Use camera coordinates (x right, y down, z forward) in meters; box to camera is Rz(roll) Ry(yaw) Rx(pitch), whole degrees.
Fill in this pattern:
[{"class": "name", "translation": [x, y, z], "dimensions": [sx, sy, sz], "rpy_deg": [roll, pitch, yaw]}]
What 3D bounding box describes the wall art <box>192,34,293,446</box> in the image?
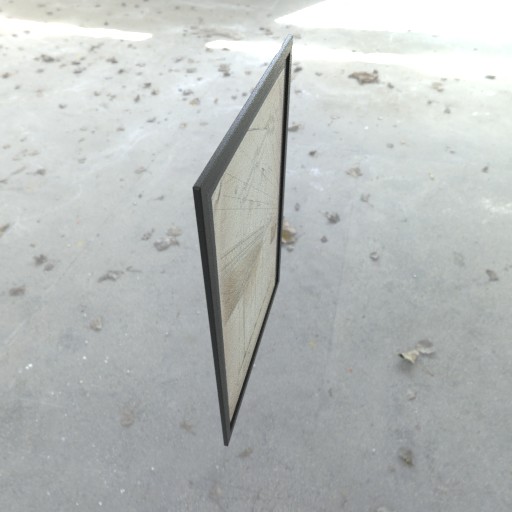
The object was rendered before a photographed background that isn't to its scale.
[{"class": "wall art", "translation": [0.000, 0.000, 1.266], "dimensions": [0.013, 0.967, 0.707], "rpy_deg": [11, 46, 11]}]
